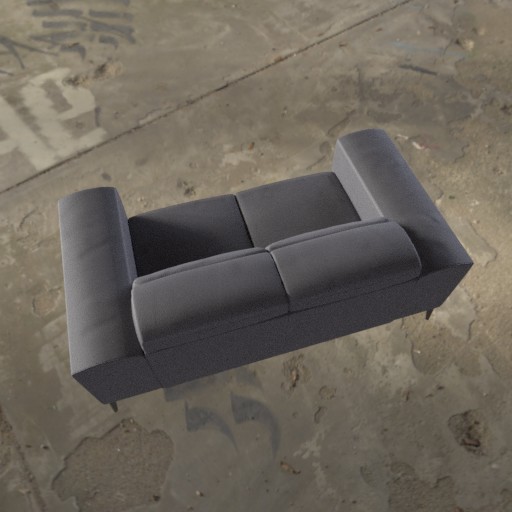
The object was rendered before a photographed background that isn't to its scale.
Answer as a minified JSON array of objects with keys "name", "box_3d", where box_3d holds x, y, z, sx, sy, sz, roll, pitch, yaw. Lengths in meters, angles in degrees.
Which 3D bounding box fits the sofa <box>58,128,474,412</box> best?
[{"name":"sofa","box_3d":[0.000,0.000,2.395,1.895,0.779,1.003,-14,58,-9]}]
